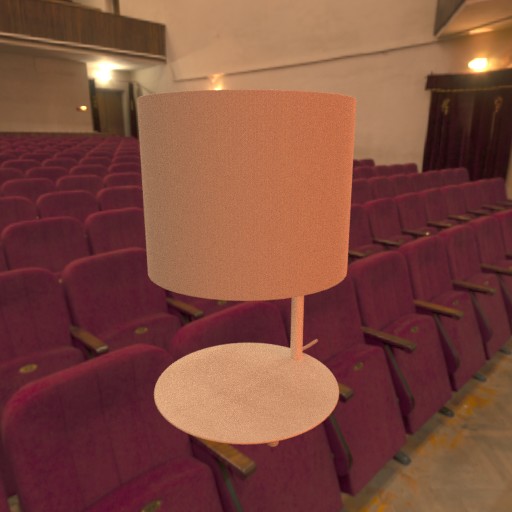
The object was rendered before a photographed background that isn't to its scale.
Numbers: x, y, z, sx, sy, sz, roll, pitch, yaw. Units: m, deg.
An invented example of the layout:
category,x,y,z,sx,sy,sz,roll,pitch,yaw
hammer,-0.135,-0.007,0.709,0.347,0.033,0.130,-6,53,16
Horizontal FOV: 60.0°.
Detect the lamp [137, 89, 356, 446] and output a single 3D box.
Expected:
category,x,y,z,sx,sy,sz,roll,pitch,yaw
lamp,0.000,0.000,0.690,0.299,0.454,0.341,14,20,43
